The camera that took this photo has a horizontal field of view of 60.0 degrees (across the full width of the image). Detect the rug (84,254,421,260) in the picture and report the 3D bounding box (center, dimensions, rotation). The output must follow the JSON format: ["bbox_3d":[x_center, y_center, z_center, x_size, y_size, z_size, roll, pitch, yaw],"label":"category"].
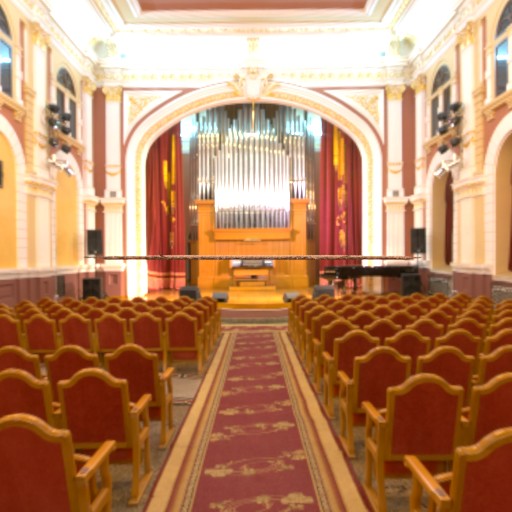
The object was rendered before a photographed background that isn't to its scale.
[{"bbox_3d":[0.000,0.000,2.018,0.905,0.017,1.718,0,0,0],"label":"rug"}]
